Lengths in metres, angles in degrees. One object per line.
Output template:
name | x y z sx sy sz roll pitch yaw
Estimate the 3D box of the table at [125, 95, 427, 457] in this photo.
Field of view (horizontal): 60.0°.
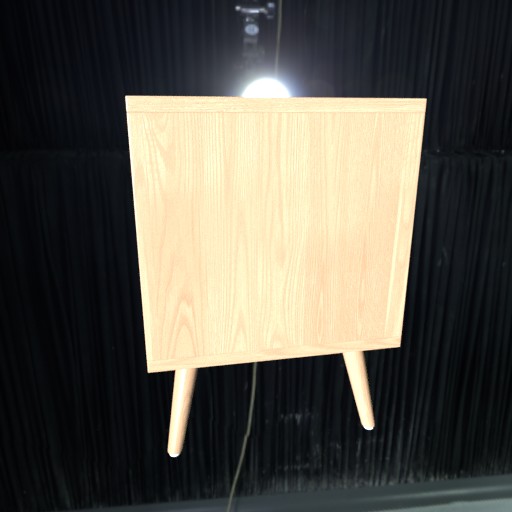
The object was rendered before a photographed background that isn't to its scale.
table | 0.000 0.000 0.840 0.400 0.550 0.400 -3 18 -11
